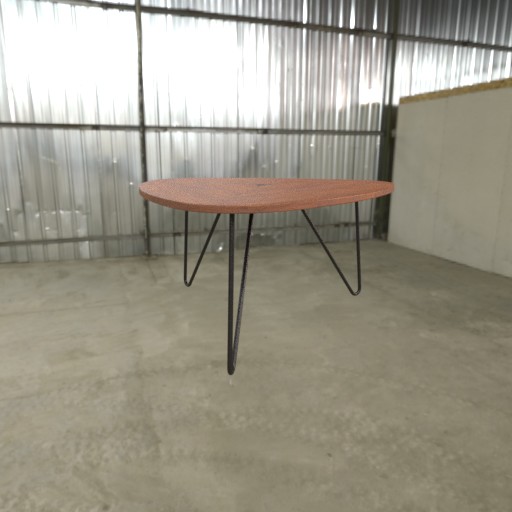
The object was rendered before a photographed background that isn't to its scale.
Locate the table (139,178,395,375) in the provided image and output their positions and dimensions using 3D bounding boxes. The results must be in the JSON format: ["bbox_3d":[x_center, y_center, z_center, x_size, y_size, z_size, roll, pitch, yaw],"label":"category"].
[{"bbox_3d":[0.000,0.000,1.339,0.833,0.413,0.821,2,14,9],"label":"table"}]
